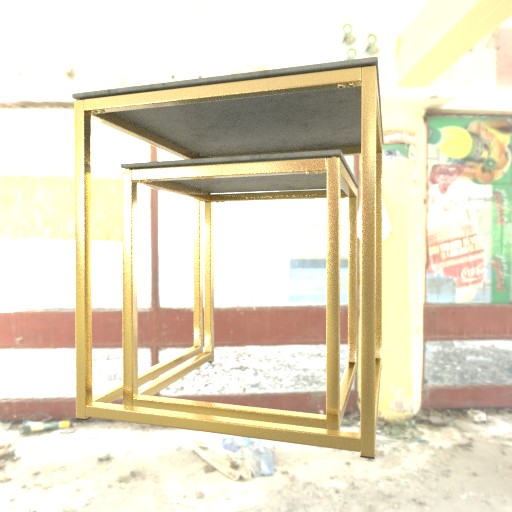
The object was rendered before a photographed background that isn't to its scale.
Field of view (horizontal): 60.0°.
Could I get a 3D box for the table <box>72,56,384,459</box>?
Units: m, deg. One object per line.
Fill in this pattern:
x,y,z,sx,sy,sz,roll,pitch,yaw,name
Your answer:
0.000,0.000,0.829,0.450,0.500,0.450,0,1,17,table
